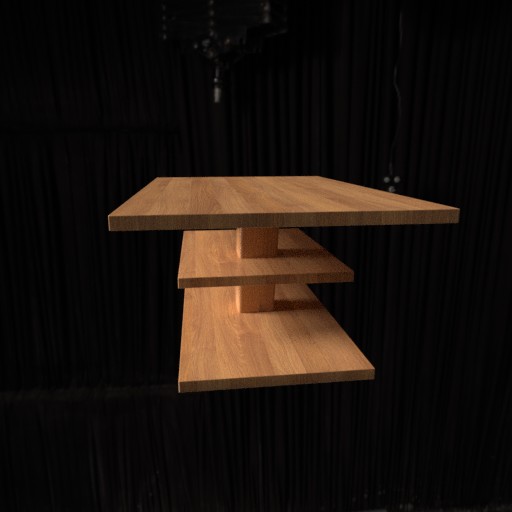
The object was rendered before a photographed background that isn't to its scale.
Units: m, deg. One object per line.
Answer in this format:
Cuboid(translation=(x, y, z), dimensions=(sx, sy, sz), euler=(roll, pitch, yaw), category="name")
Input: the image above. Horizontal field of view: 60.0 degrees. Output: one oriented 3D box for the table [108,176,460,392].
Cuboid(translation=(0.000, 0.000, 1.448), dimensions=(0.700, 0.442, 1.100), euler=(-2, 14, -7), category="table")
